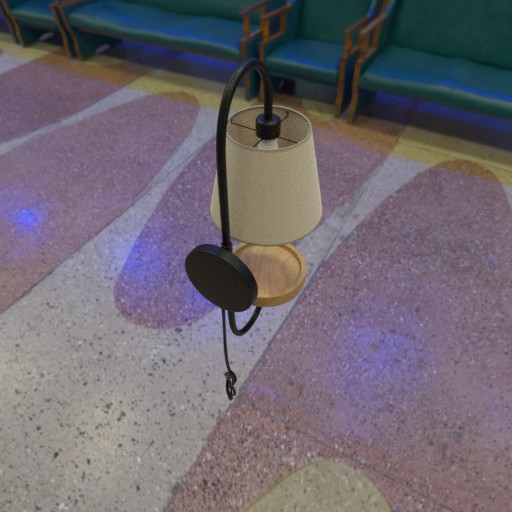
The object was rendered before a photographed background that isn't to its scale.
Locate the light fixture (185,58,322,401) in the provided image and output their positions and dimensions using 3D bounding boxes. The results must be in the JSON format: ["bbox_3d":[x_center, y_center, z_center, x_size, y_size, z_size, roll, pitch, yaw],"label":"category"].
[{"bbox_3d":[0.000,0.000,0.922,0.220,0.821,0.299,23,50,21],"label":"light fixture"}]
